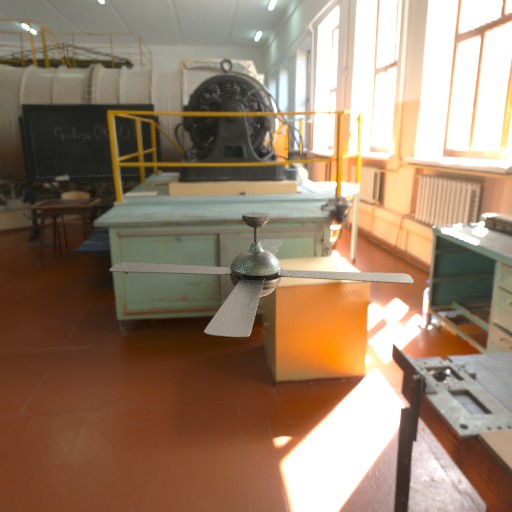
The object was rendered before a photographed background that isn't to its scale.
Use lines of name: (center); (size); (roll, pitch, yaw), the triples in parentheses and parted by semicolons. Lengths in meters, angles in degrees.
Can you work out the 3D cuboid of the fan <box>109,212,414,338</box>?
fan: (0.000, 0.000, 2.017); (1.321, 0.381, 1.321); (8, 17, 28)
